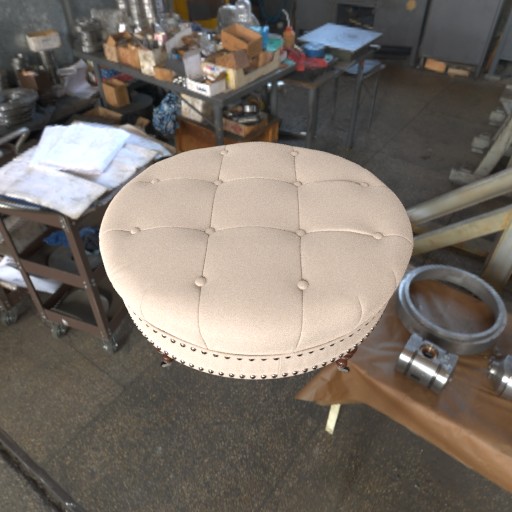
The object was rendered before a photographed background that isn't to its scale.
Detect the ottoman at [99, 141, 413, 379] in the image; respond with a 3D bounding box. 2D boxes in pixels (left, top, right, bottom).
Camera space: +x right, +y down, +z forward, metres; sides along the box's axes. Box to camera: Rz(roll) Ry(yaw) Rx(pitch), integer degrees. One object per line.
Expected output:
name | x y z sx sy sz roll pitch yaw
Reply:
ottoman | 0.000 0.000 1.413 0.901 0.439 0.901 0 42 0
